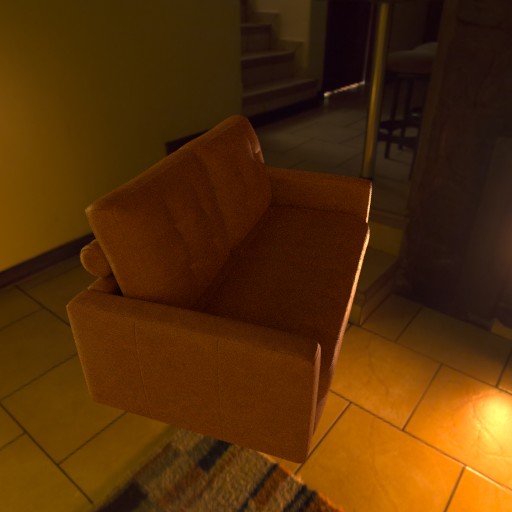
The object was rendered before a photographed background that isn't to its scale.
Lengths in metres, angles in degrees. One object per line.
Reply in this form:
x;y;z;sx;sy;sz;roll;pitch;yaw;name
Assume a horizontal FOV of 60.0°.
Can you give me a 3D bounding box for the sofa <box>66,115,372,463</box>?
0.000;0.000;1.910;0.868;0.898;1.430;10;32;16;sofa
